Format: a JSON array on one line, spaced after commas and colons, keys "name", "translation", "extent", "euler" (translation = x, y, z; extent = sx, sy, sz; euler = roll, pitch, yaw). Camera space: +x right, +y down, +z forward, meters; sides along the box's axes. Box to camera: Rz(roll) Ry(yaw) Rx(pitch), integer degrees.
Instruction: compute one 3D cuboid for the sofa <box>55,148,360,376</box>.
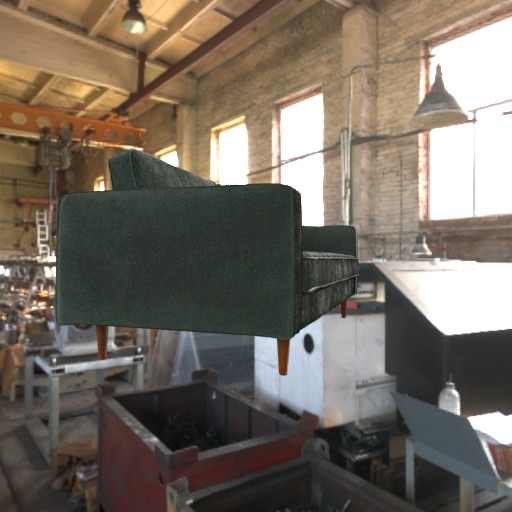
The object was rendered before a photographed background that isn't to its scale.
[{"name": "sofa", "translation": [0.000, 0.000, 2.245], "extent": [0.886, 0.781, 1.816], "euler": [0, -1, 19]}]
